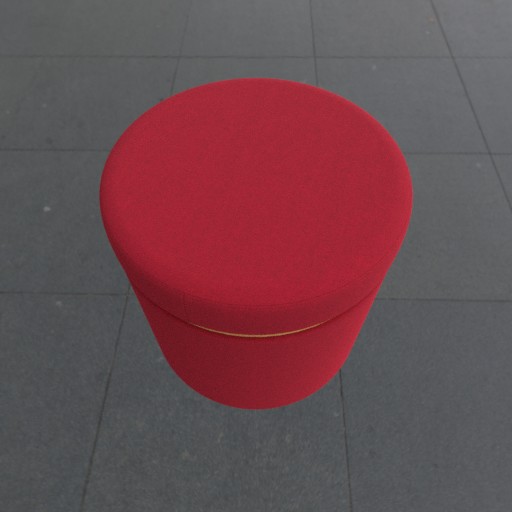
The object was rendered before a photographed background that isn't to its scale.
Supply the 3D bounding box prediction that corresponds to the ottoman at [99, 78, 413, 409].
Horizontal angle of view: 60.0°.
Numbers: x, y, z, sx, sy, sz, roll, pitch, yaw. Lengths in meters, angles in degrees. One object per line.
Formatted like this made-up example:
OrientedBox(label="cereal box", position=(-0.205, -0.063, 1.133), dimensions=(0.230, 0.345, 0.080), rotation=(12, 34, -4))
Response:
OrientedBox(label="ottoman", position=(0.000, 0.000, 0.727), dimensions=(0.400, 0.406, 0.400), rotation=(0, 56, 0))
